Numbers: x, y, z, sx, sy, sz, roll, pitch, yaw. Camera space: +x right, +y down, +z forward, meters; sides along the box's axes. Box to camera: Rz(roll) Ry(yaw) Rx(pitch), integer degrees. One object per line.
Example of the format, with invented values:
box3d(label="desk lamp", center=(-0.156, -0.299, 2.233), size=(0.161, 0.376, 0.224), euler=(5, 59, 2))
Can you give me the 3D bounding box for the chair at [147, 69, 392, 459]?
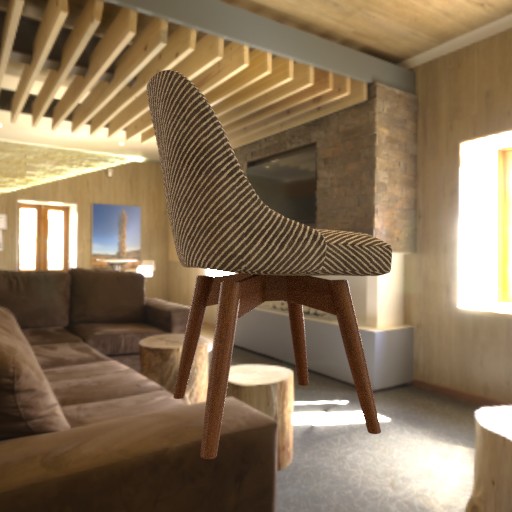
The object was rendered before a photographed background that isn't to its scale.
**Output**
box3d(label="chair", center=(0.000, 0.000, 1.235), size=(0.591, 0.883, 0.504), euler=(0, 0, -19))
